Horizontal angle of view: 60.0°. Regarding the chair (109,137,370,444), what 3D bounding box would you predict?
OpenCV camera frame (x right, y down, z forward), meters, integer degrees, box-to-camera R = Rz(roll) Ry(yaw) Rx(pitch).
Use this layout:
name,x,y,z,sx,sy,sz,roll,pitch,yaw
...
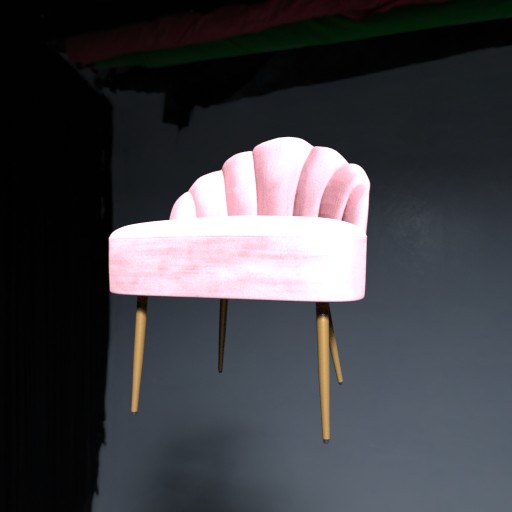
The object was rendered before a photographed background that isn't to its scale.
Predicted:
name,x,y,z,sx,sy,sz,roll,pitch,yaw
chair,0.000,0.000,1.278,0.657,0.819,0.599,0,0,20
